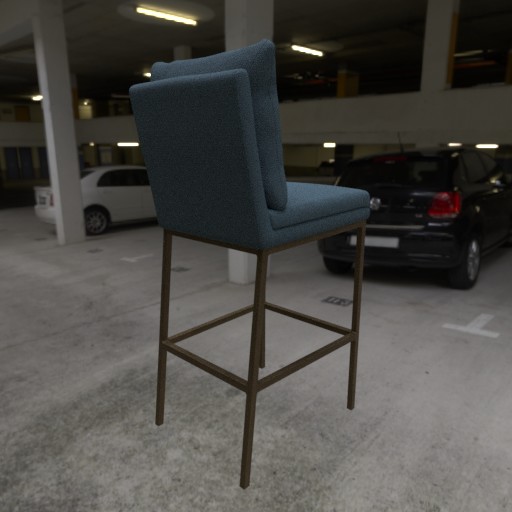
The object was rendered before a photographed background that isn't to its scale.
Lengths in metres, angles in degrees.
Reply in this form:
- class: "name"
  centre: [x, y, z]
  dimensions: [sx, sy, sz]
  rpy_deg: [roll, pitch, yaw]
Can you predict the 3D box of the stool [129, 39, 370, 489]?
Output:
- class: "stool"
  centre: [0.000, 0.000, 1.377]
  dimensions: [0.463, 1.124, 0.568]
  rpy_deg: [13, 19, 42]
